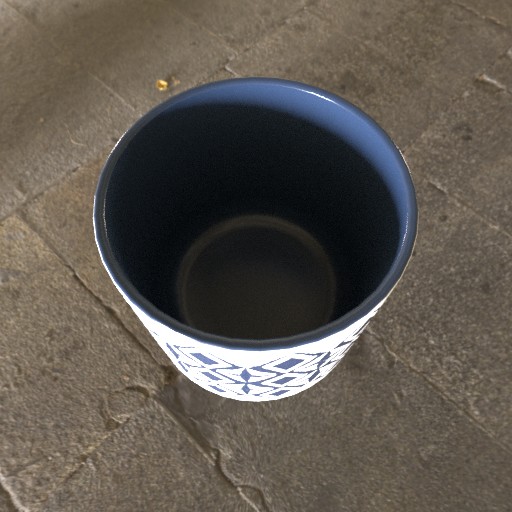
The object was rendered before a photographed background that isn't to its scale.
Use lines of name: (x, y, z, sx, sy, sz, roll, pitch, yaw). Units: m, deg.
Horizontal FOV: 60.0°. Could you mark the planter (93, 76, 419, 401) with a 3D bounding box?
planter: (0.000, 0.000, 0.281, 0.159, 0.144, 0.159, 0, 64, 0)
